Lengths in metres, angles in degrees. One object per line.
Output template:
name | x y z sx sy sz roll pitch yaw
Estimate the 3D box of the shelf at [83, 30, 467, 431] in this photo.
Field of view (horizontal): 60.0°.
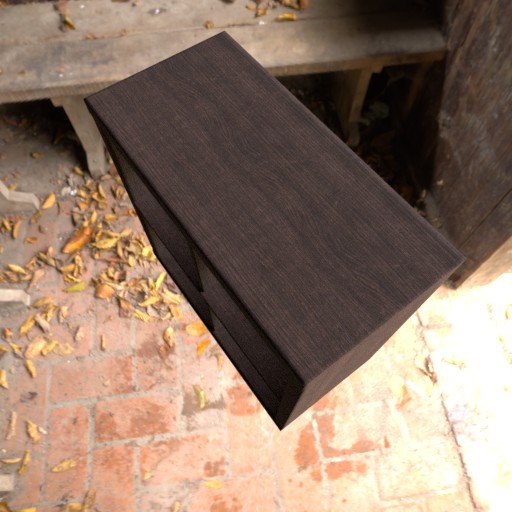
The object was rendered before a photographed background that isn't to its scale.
shelf | 0.000 0.000 1.265 0.390 0.786 0.790 -34 68 -15
